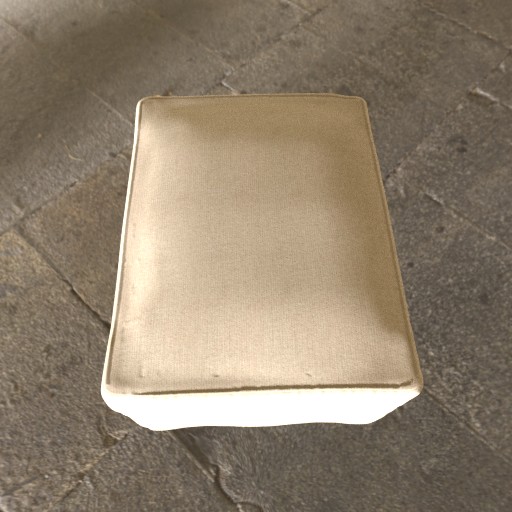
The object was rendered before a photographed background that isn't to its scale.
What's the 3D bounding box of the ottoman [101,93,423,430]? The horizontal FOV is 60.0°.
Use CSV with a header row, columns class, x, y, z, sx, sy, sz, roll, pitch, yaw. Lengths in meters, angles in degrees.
class,x,y,z,sx,sy,sz,roll,pitch,yaw
ottoman,0.000,0.000,1.213,0.650,0.485,0.833,-2,62,-1
